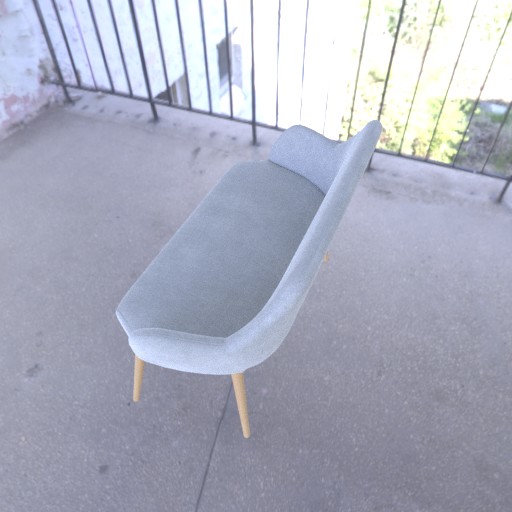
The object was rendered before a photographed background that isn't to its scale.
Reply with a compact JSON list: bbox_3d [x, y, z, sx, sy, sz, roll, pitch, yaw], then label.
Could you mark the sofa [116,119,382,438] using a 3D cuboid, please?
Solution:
[{"bbox_3d":[0.000,0.000,1.628,0.610,0.840,1.150,18,49,16],"label":"sofa"}]
